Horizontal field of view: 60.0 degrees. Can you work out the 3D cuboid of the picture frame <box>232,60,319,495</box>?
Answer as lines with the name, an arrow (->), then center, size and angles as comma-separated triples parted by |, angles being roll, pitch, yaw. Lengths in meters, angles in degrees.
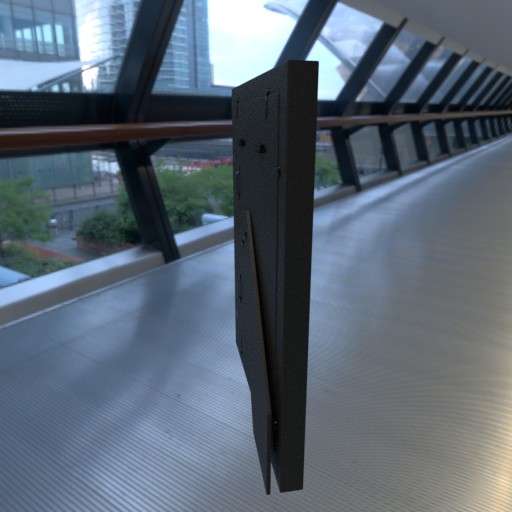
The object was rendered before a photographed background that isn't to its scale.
picture frame -> 0.000, 0.000, 0.514 | 0.036, 0.383, 0.307 | -3, 17, -10
